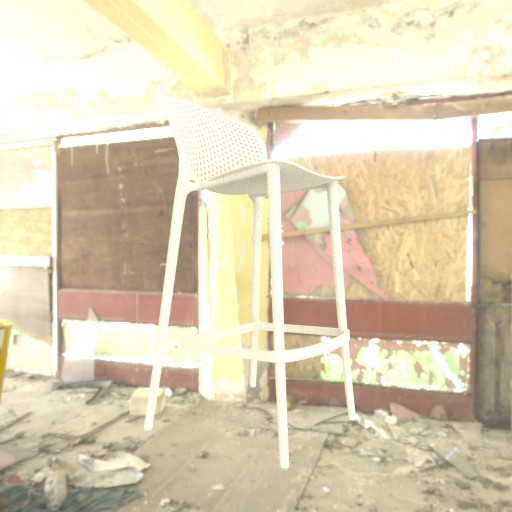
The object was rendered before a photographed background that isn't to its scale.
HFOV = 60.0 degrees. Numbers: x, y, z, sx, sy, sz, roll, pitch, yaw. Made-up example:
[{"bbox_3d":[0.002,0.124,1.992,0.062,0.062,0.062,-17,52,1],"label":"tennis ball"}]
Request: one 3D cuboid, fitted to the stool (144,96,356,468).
[{"bbox_3d":[0.000,0.000,1.396,0.535,1.045,0.536,1,2,38],"label":"stool"}]
